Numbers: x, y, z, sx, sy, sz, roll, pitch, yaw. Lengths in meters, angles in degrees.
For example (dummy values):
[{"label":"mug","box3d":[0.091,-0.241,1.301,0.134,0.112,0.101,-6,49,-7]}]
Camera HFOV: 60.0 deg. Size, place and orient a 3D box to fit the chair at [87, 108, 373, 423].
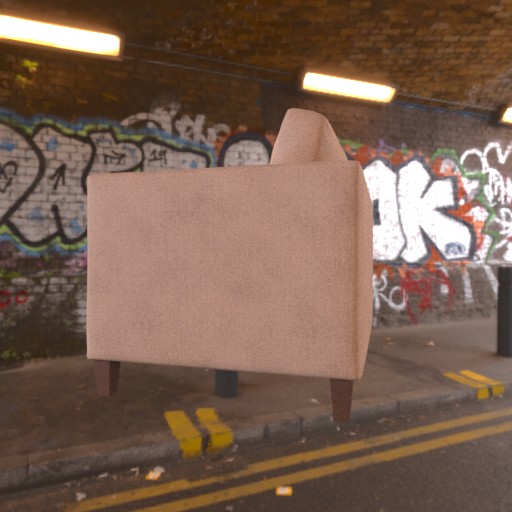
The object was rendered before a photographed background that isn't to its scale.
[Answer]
[{"label":"chair","box3d":[0.000,0.000,1.915,0.959,0.961,1.133,0,1,16]}]
